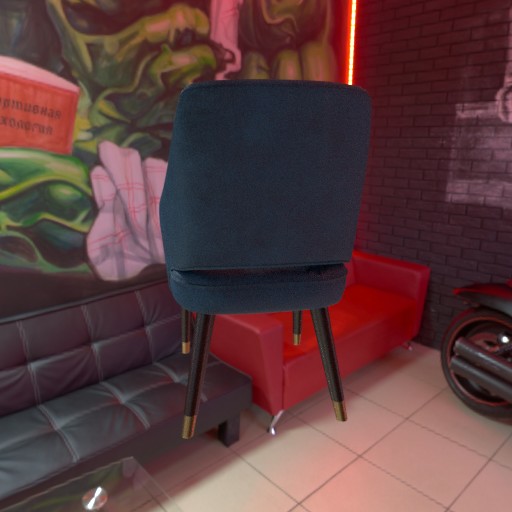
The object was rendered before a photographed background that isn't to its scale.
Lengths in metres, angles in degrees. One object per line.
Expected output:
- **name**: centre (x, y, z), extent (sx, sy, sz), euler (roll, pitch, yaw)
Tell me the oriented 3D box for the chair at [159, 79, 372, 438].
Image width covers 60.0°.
- **chair**: centre (0.000, 0.000, 1.577), extent (0.683, 1.081, 0.794), euler (-2, 15, -9)
